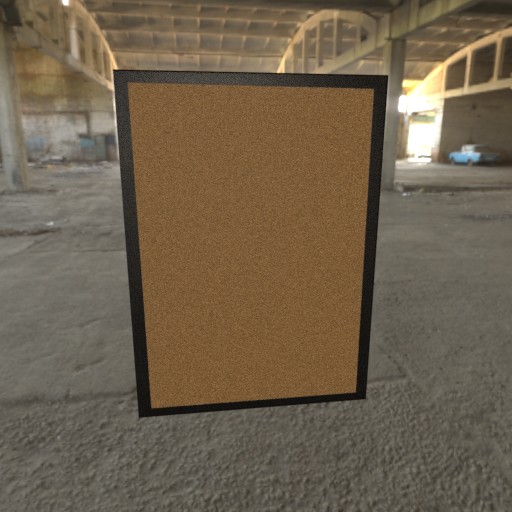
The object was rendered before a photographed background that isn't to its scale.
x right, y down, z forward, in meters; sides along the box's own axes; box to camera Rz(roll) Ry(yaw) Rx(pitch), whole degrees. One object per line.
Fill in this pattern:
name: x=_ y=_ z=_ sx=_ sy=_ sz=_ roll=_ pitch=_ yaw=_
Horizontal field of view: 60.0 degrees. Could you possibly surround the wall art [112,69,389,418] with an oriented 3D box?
wall art: x=0.000 y=0.000 z=1.253 sx=0.707 sy=0.967 sz=0.013 roll=-2 pitch=15 yaw=-8
